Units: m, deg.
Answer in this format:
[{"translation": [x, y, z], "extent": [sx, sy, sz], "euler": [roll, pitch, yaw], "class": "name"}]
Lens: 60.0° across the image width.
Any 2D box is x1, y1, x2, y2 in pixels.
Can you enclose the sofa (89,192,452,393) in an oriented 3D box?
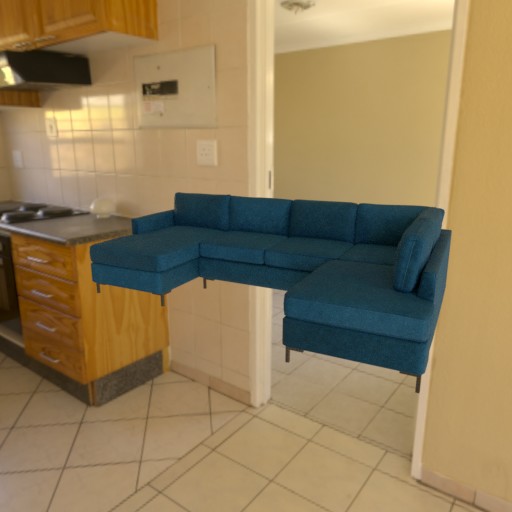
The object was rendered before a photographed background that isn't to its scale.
[{"translation": [0.000, 0.000, 4.355], "extent": [3.434, 0.992, 2.055], "euler": [7, 16, 26], "class": "sofa"}]
